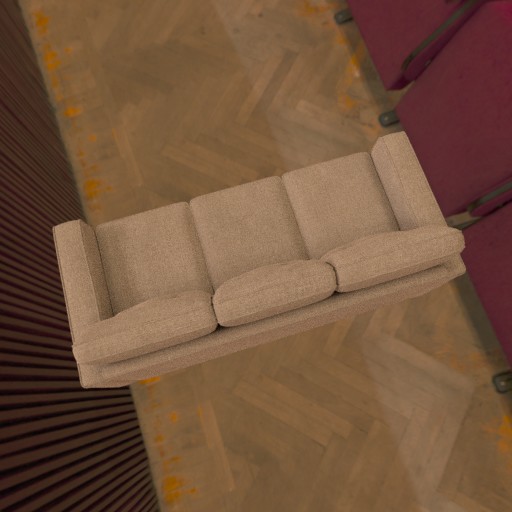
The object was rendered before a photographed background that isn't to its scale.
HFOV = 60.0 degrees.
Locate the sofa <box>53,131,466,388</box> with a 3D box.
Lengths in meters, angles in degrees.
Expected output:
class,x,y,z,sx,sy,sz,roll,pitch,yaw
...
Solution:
class,x,y,z,sx,sy,sz,roll,pitch,yaw
sofa,0.000,0.000,2.601,2.133,0.965,0.939,-16,75,-5
